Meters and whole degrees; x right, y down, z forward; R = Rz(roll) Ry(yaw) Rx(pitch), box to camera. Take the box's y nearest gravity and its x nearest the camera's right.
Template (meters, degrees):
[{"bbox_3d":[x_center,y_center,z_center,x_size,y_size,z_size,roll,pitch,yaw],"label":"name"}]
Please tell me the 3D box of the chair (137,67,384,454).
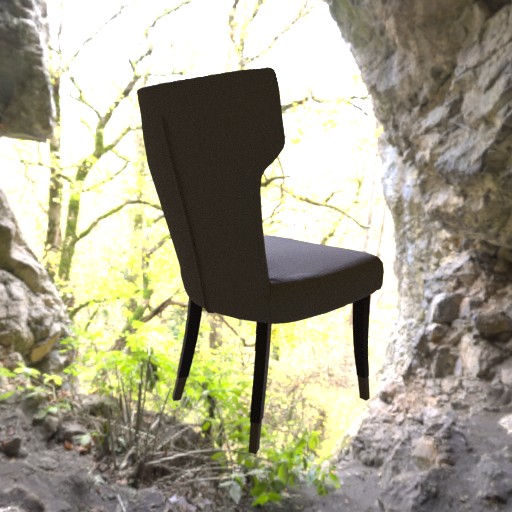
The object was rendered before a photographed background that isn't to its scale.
[{"bbox_3d":[0.000,0.000,1.329,0.630,0.955,0.526,-13,18,-43],"label":"chair"}]
